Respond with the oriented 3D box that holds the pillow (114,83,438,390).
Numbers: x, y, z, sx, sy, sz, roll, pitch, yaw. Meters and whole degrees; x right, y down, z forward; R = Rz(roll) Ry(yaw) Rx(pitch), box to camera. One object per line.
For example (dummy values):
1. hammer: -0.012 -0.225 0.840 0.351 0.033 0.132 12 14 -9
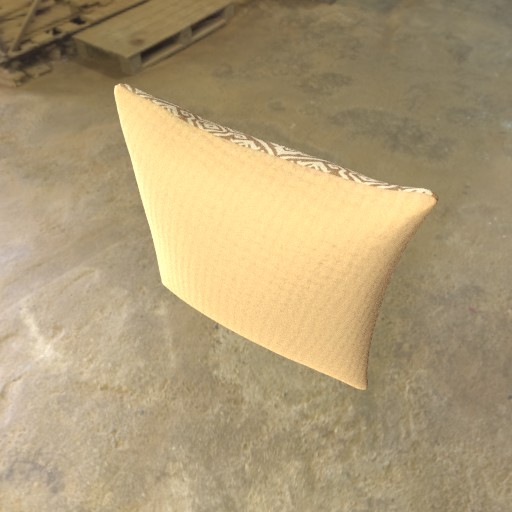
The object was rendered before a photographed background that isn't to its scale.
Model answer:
1. pillow: 0.000 0.000 0.638 0.419 0.407 0.173 25 53 20
